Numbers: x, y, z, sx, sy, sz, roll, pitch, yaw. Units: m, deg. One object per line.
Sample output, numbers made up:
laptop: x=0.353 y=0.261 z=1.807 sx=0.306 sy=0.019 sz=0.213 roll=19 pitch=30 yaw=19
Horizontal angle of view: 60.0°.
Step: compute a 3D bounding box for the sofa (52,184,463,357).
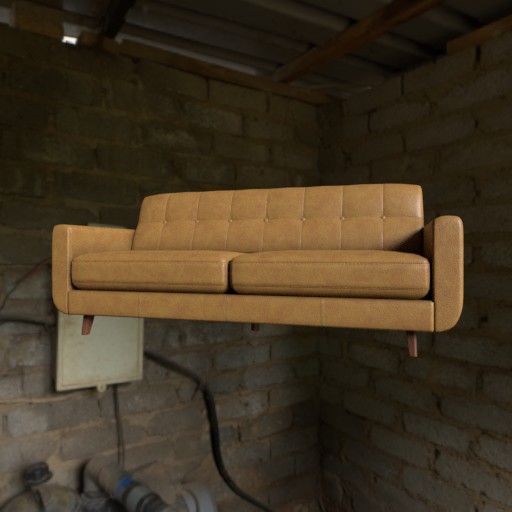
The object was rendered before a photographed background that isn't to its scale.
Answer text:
sofa: x=0.000 y=0.000 z=2.645 sx=2.137 sy=0.892 sz=0.980 roll=0 pitch=0 yaw=17
